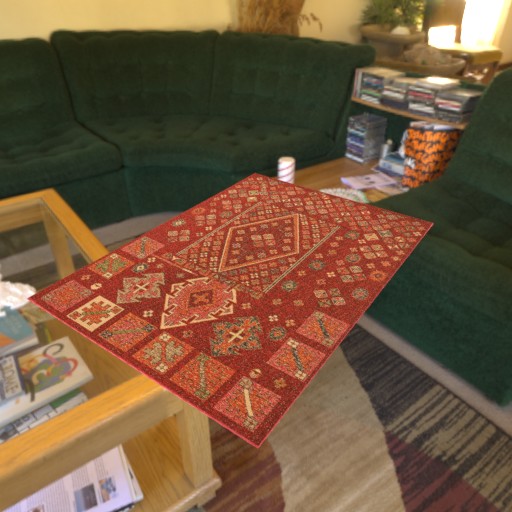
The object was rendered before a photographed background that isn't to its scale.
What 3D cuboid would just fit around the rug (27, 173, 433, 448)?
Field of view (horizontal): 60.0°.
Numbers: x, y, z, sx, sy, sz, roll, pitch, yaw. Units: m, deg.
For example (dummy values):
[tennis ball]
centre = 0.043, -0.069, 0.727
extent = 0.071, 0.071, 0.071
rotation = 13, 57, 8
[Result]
[rug]
centre = 0.000, 0.000, 4.277
extent = 2.389, 0.011, 3.306
rotation = 21, 39, 29
